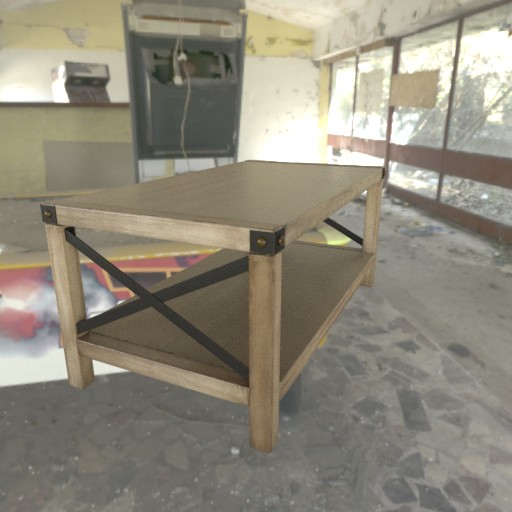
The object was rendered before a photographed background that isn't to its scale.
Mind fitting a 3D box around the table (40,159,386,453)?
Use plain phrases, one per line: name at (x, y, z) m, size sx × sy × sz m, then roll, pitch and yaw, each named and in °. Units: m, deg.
table at (0.000, 0.000, 1.332) m, size 0.559 × 0.456 × 1.016 m, roll 8°, pitch 20°, yaw 24°
